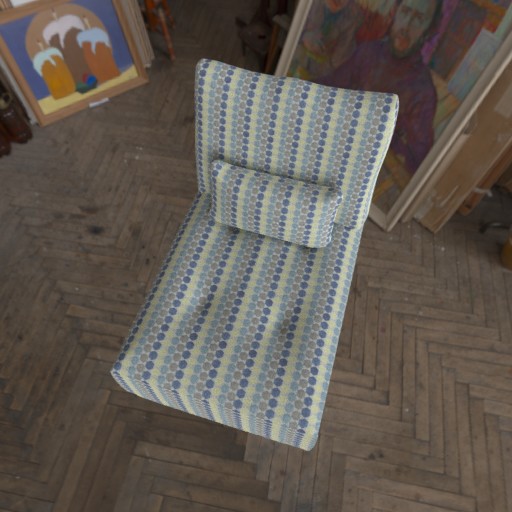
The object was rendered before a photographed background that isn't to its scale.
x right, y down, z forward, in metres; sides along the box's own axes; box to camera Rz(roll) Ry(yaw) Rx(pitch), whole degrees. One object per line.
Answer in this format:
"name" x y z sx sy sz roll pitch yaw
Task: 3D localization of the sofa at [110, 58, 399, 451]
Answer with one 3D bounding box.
"sofa" 0.000 0.000 1.542 0.700 0.820 1.000 15 59 9
